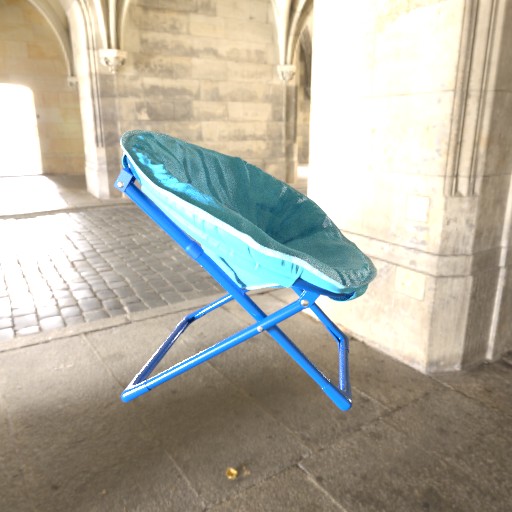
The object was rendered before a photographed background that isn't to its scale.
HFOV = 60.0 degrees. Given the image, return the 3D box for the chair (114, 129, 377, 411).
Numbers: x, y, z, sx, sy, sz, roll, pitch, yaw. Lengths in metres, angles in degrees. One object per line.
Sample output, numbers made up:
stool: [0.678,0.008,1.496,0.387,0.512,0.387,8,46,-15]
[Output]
chair: [0.000,0.000,0.872,0.465,0.478,0.520,3,16,10]
